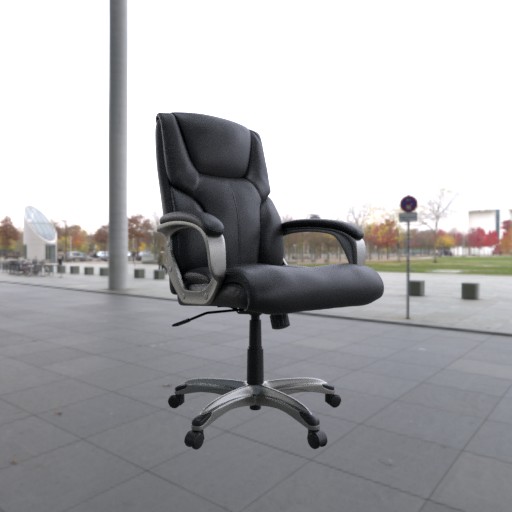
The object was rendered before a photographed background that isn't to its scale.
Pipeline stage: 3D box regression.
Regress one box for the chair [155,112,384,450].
[{"bbox_3d":[0.000,0.000,1.588,0.663,1.155,0.739,0,1,-37],"label":"chair"}]
